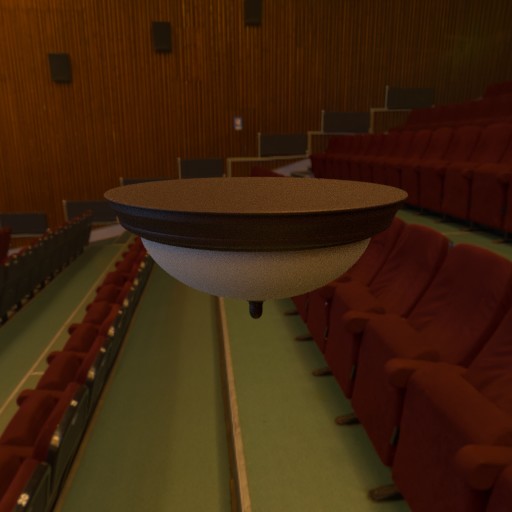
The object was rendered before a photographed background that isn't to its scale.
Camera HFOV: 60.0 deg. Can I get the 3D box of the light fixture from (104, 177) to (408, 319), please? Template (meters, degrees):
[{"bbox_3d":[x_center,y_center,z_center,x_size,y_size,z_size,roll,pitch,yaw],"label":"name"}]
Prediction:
[{"bbox_3d":[0.000,0.000,0.446,0.280,0.135,0.280,0,15,0],"label":"light fixture"}]
